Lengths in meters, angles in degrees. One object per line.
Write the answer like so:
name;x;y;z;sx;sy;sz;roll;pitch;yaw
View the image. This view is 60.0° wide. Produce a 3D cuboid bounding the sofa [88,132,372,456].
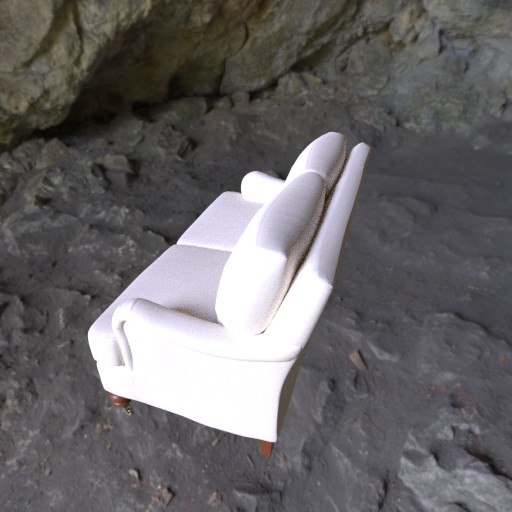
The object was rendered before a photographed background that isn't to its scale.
sofa;0.000;0.000;2.573;1.084;1.101;1.853;9;31;15
